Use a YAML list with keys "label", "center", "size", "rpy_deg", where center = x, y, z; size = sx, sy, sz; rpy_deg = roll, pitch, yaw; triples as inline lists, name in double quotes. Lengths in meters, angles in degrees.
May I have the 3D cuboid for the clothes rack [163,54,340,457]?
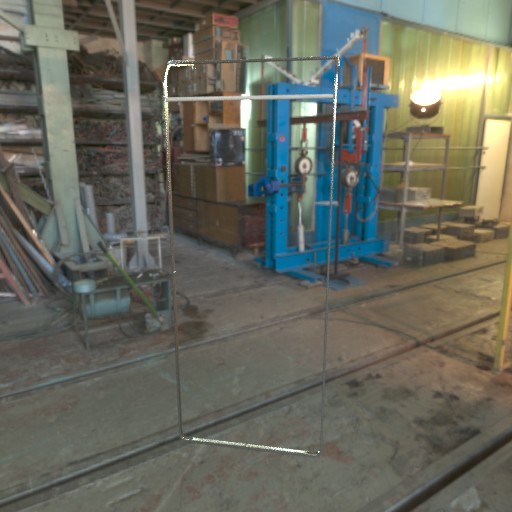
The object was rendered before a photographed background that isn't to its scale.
- label: "clothes rack"
  center: [0.000, 0.000, 1.821]
  size: [0.609, 1.574, 0.349]
  rpy_deg: [2, 14, 10]
